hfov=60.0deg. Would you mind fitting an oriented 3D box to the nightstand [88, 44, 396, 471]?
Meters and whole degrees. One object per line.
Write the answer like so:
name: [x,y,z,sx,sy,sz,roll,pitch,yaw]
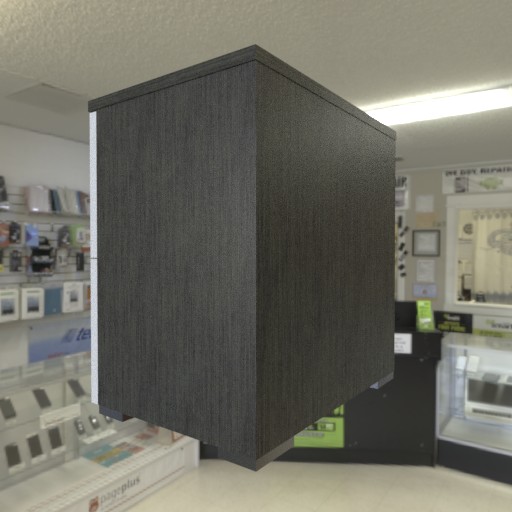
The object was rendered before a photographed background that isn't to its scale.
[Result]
nightstand: [0.000,0.000,0.749,0.325,0.460,0.441,1,1,36]
